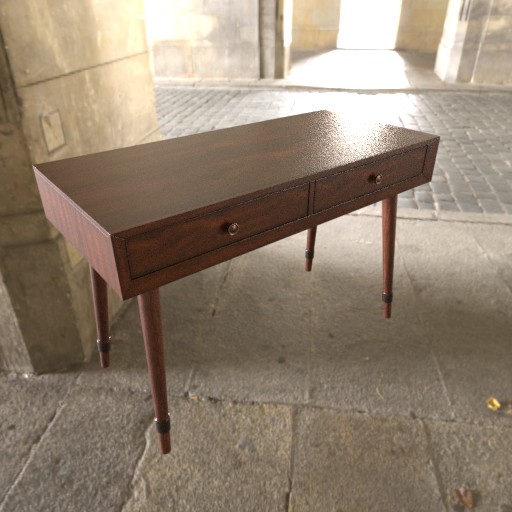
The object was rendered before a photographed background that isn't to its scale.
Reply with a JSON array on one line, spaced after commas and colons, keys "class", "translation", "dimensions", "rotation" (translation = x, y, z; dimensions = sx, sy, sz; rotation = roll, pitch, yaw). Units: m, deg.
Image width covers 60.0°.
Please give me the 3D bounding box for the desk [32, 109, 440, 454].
[{"class": "desk", "translation": [0.000, 0.000, 2.108], "dimensions": [1.577, 1.031, 0.734], "rotation": [-22, 36, -33]}]
